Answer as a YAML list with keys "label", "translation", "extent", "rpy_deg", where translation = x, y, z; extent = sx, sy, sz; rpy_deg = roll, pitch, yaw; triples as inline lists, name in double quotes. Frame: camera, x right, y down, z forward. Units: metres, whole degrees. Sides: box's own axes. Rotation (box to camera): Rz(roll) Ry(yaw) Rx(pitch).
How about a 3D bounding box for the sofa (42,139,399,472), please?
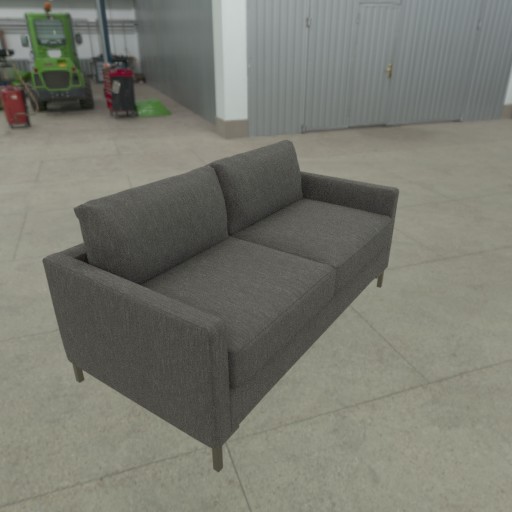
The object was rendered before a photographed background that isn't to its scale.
- label: "sofa"
  translation: [0.000, 0.000, 2.174]
  extent: [0.875, 0.840, 1.682]
  rpy_deg: [17, 31, 31]
